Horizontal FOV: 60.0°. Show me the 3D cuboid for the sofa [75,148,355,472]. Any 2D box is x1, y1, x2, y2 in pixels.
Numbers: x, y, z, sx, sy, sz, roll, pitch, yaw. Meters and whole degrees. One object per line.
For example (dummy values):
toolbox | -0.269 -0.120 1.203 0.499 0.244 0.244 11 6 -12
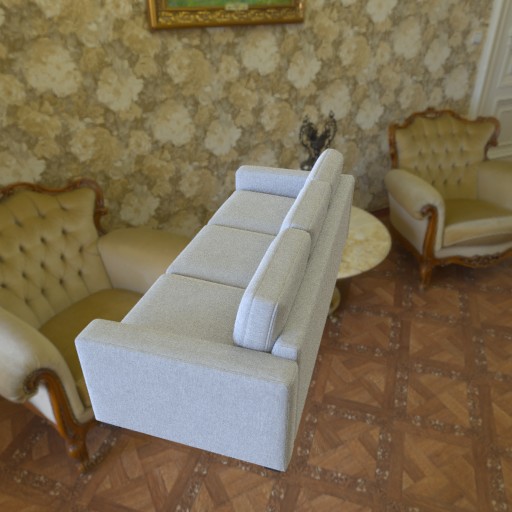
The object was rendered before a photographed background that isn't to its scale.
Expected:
sofa | 0.000 0.000 2.582 0.900 0.800 2.120 9 32 14
